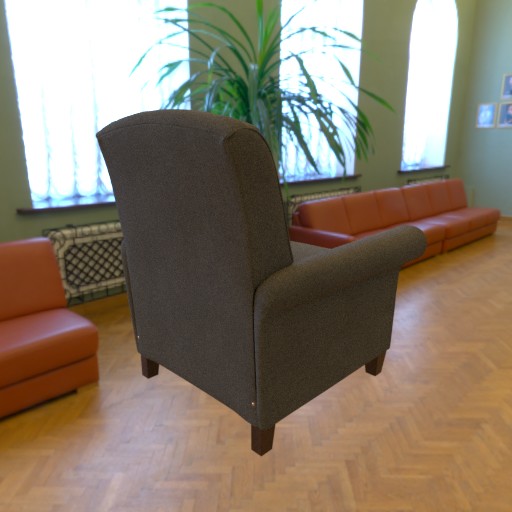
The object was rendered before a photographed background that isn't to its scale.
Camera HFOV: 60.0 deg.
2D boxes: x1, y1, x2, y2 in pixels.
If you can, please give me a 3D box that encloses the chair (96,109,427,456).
[{"bbox_3d":[0.000,0.000,1.741,0.978,1.061,0.905,14,21,43],"label":"chair"}]
